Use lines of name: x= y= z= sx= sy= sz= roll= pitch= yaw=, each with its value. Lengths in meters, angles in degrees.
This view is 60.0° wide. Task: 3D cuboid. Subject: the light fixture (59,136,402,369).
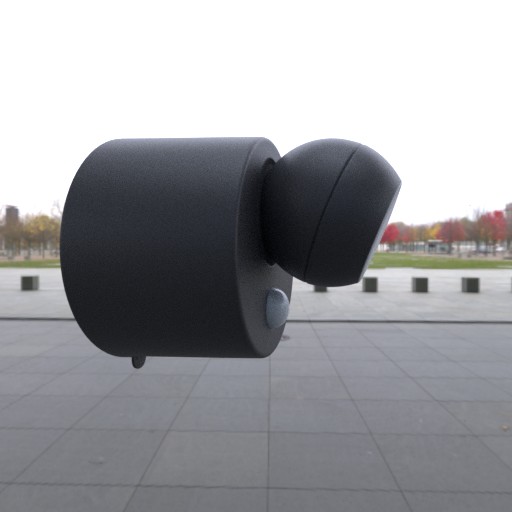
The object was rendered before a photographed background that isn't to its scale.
light fixture: x=0.000 y=0.000 z=0.256 sx=0.160 sy=0.143 sz=0.134 roll=0 pitch=1 yaw=17
